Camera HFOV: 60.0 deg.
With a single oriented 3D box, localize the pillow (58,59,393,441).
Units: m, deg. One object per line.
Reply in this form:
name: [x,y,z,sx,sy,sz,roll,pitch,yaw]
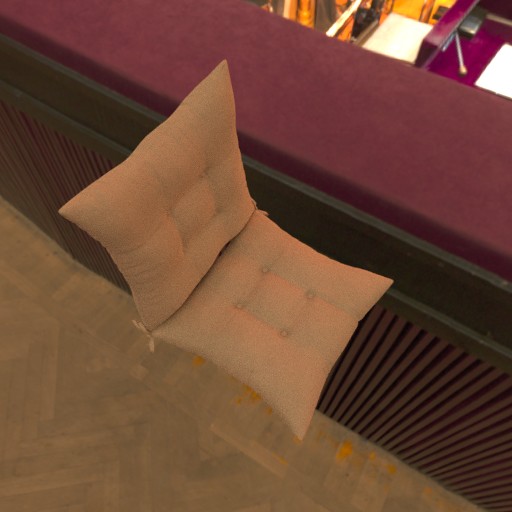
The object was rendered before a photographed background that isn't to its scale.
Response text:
pillow: [0.000,0.000,1.025,0.585,0.536,0.541,29,63,17]
